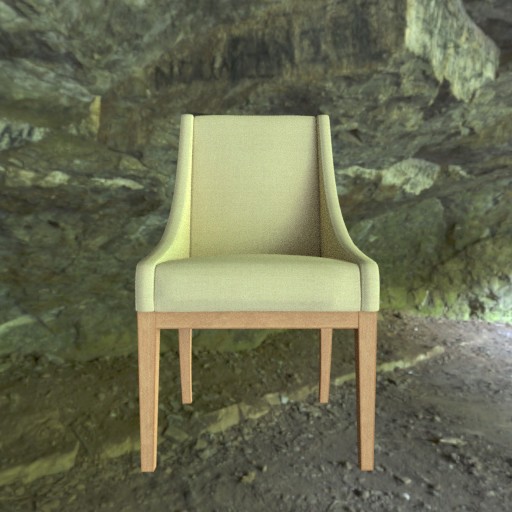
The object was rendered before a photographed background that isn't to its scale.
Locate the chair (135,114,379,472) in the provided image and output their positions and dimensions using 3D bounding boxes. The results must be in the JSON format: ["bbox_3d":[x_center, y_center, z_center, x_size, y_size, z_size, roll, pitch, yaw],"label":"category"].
[{"bbox_3d":[0.000,0.000,1.338,0.575,1.021,0.611,0,-1,-1],"label":"chair"}]
